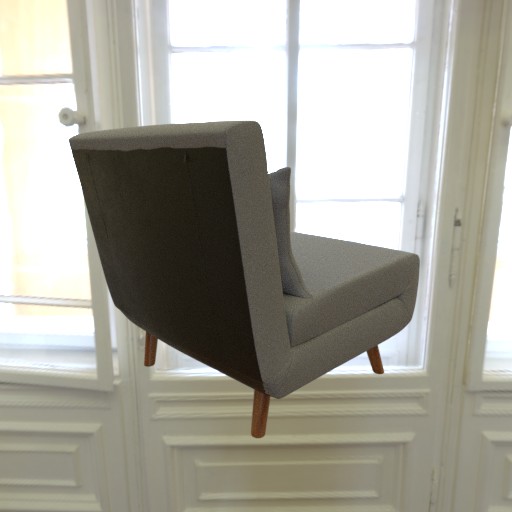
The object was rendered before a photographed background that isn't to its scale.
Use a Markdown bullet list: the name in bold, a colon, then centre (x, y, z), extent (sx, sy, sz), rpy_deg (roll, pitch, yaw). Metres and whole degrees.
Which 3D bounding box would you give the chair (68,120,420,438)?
- **chair**: centre (0.000, 0.000, 1.475), extent (0.902, 0.808, 0.770), rpy_deg (-12, 18, -42)
